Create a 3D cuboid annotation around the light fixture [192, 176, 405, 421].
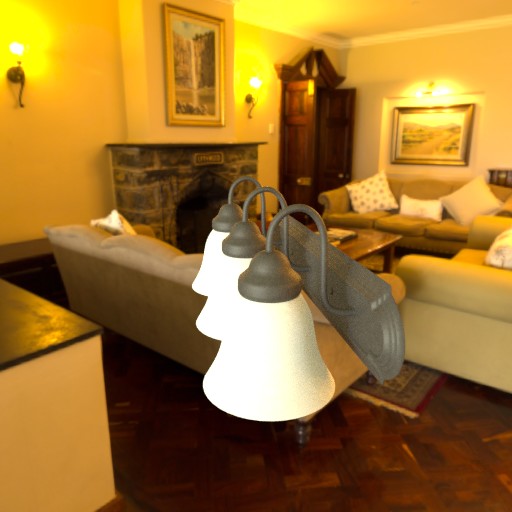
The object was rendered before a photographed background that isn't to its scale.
[{"bbox_3d":[0.000,0.000,0.715,0.199,0.222,0.610,-3,15,-10],"label":"light fixture"}]
